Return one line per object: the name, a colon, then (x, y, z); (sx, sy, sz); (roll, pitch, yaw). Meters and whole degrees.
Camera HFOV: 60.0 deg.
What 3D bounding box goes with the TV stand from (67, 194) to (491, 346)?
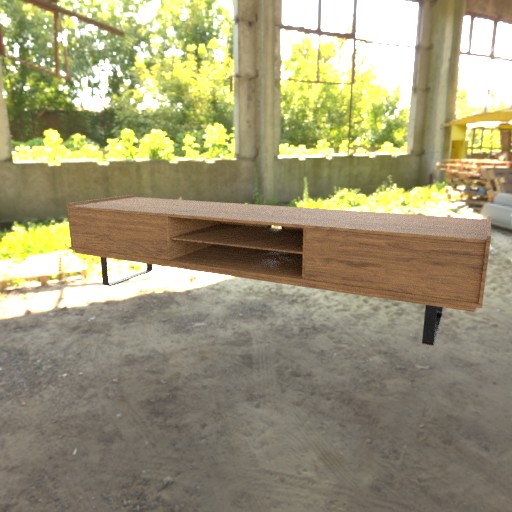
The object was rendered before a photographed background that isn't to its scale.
TV stand: (0.000, 0.000, 1.955); (1.796, 0.415, 0.467); (7, 15, 26)
